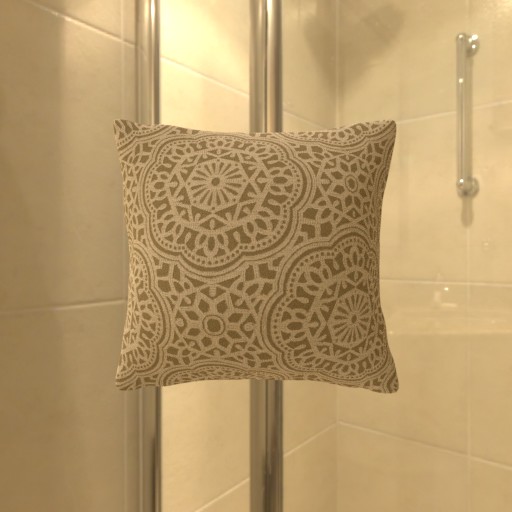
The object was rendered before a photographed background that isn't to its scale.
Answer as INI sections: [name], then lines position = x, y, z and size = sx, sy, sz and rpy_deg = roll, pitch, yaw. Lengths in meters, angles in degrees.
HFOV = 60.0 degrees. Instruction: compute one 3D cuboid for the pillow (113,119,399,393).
[pillow]
position = 0.000, 0.000, 0.681
size = 0.438, 0.421, 0.167
rpy_deg = 0, 0, 1
